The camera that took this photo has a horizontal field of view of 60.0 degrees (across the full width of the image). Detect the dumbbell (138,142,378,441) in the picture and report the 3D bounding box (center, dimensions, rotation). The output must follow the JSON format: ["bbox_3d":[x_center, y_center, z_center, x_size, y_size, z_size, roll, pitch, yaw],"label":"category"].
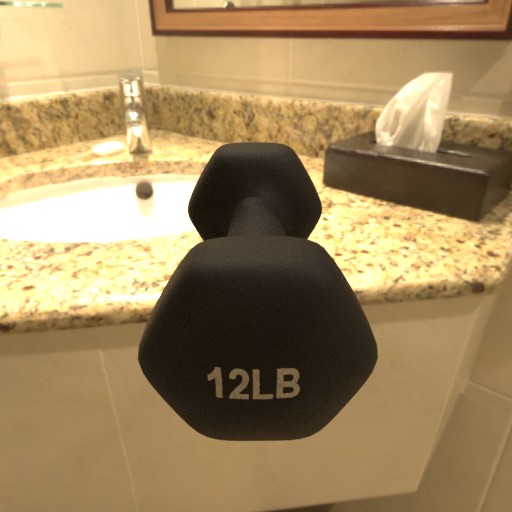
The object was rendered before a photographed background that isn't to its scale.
[{"bbox_3d":[0.000,0.000,0.289,0.112,0.101,0.231,0,28,0],"label":"dumbbell"}]
